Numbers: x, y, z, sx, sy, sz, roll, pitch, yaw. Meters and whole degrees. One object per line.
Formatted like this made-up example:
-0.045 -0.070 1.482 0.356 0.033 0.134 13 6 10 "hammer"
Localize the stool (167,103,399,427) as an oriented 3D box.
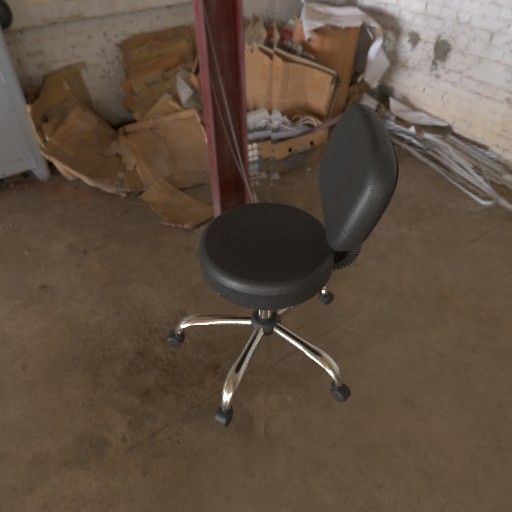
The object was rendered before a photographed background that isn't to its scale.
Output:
0.000 0.000 1.349 0.648 0.862 0.673 1 42 1 "stool"
